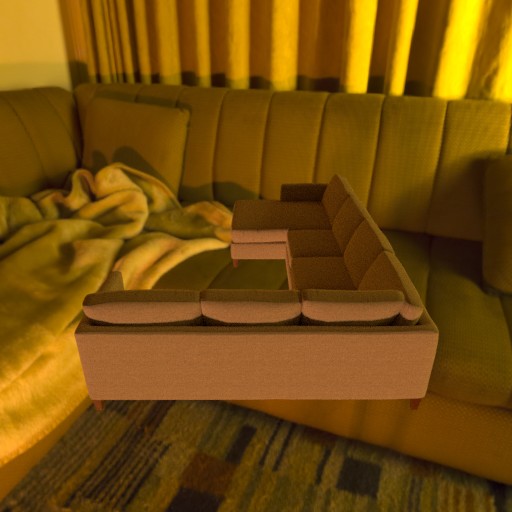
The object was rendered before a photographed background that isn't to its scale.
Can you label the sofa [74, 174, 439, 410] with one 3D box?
[{"bbox_3d":[0.000,0.000,4.715,2.594,0.961,3.460,0,27,0],"label":"sofa"}]
